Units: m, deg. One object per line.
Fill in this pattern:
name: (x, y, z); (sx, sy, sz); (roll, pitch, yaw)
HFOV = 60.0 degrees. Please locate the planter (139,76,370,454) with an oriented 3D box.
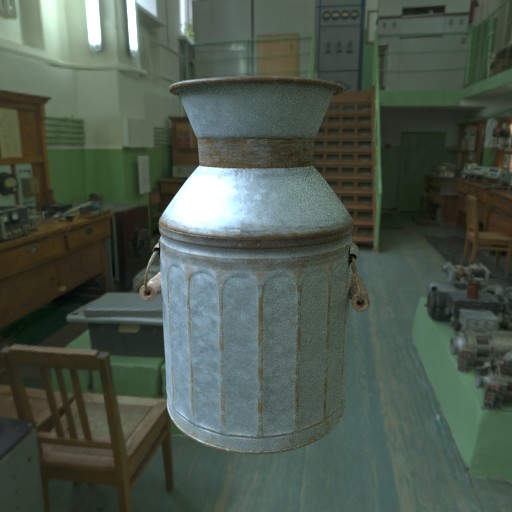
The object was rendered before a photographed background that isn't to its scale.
planter: (0.000, 0.000, 0.501); (0.248, 0.358, 0.215); (2, 15, 8)
